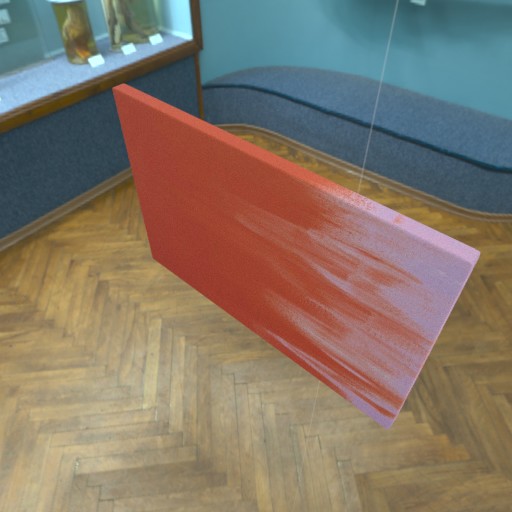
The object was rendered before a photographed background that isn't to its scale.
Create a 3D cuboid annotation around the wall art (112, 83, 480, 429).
[{"bbox_3d":[0.000,0.000,1.113,0.913,0.609,0.040,32,54,27],"label":"wall art"}]
